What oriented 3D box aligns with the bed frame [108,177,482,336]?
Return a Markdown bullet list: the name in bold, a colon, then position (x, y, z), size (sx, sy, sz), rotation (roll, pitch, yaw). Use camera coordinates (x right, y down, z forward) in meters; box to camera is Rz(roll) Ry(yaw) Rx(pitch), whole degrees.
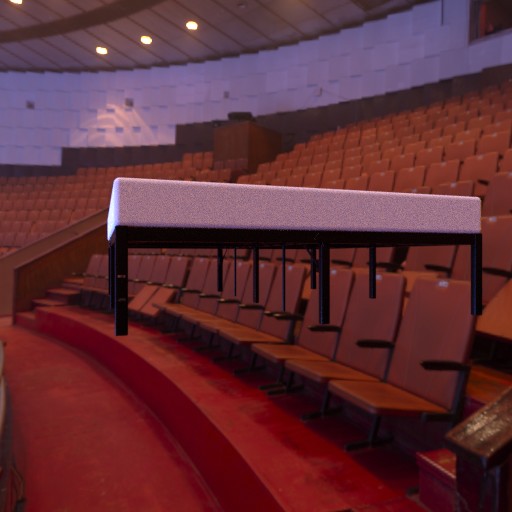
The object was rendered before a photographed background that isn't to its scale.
- **bed frame**: position (0.000, 0.000, 3.120), size (1.963, 0.659, 2.079), rotation (0, 0, -19)
